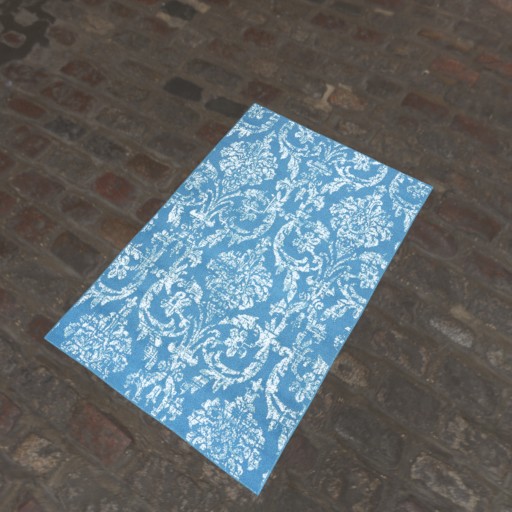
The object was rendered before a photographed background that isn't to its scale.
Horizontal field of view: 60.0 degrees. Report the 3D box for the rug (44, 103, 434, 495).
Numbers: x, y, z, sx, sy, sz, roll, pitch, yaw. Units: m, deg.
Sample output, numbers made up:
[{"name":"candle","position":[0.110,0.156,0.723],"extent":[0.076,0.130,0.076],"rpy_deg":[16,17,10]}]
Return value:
[{"name":"rug","position":[0.000,0.000,2.305],"extent":[1.211,0.012,1.833],"rpy_deg":[30,66,15]}]
